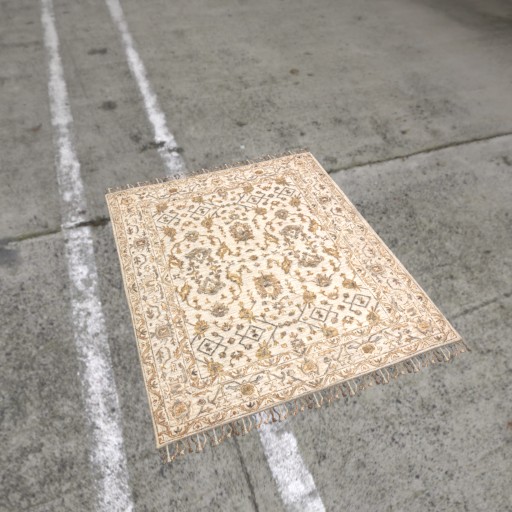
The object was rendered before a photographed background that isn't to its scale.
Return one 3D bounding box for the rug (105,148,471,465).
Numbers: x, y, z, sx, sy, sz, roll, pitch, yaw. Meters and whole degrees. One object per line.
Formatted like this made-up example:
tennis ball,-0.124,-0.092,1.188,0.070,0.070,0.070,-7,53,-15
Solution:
rug,0.000,0.000,4.100,2.426,0.034,3.061,-15,48,-14
